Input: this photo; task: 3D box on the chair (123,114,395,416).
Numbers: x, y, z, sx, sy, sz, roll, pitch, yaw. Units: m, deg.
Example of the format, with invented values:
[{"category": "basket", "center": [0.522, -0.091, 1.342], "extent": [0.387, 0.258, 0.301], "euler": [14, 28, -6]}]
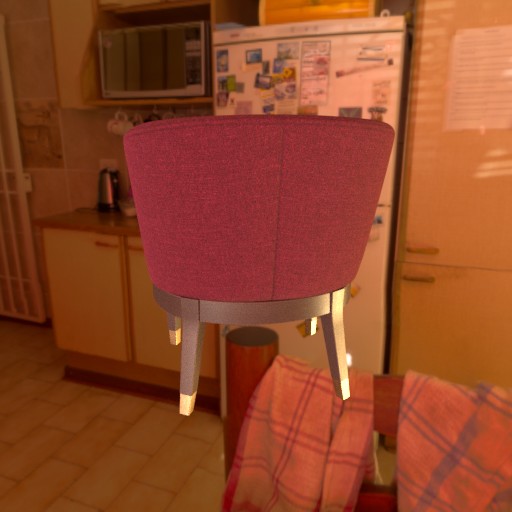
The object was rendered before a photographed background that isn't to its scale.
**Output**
[{"category": "chair", "center": [0.000, 0.000, 1.297], "extent": [0.700, 0.760, 0.660], "euler": [-3, 15, -9]}]
